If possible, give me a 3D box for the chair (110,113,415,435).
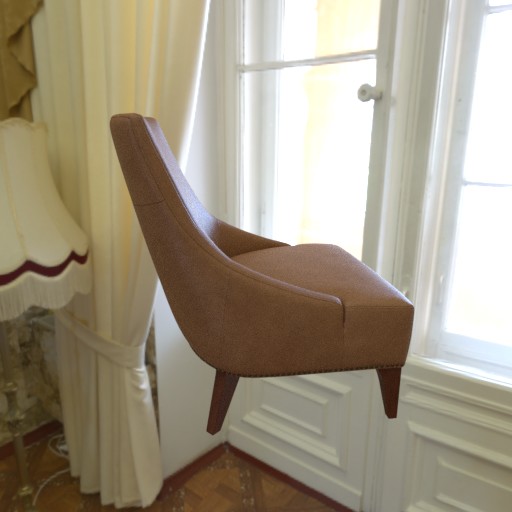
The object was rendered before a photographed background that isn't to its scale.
[{"bbox_3d":[0.000,0.000,1.502,0.861,0.909,0.701,-2,16,-8],"label":"chair"}]
